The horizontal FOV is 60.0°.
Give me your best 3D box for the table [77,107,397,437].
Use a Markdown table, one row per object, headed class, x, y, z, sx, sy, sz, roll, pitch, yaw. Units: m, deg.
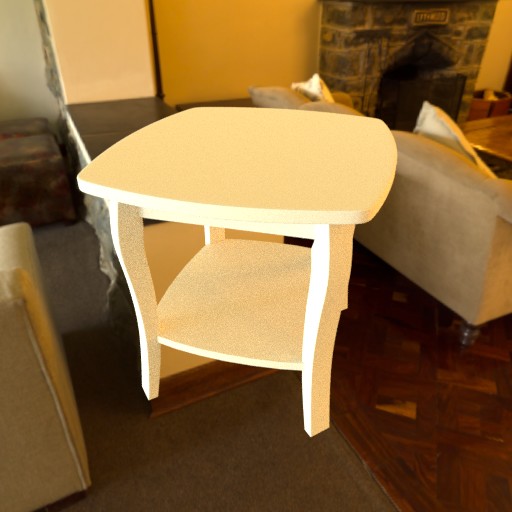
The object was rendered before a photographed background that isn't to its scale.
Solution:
| class | x | y | z | sx | sy | sz | roll | pitch | yaw |
| --- | --- | --- | --- | --- | --- | --- | --- | --- | --- |
| table | 0.000 | 0.000 | 0.846 | 0.451 | 0.438 | 0.502 | 8 | 32 | 13 |
